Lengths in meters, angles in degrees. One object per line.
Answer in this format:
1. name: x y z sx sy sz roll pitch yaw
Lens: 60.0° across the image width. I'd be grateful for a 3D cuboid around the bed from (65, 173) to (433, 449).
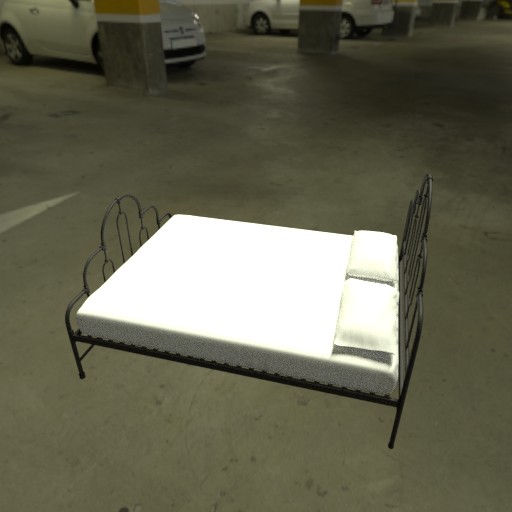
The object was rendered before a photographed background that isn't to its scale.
1. bed: 0.000 0.000 3.213 2.163 1.429 1.640 8 32 13
